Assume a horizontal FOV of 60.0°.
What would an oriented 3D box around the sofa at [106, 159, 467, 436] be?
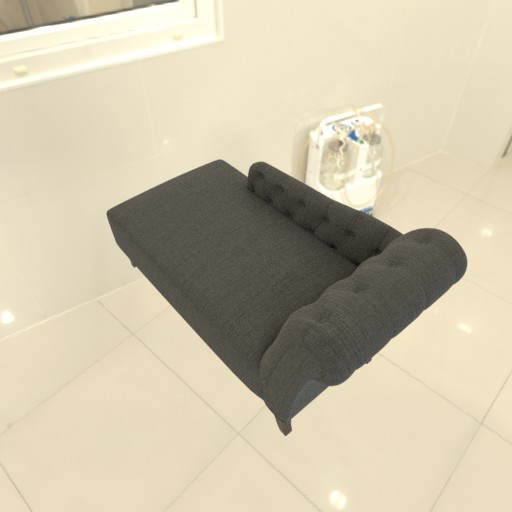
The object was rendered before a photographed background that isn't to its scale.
[{"bbox_3d":[0.000,0.000,1.816,0.675,0.787,1.379,-31,54,-27],"label":"sofa"}]
